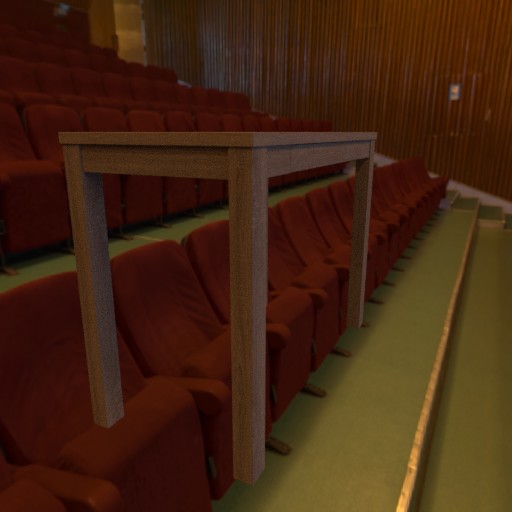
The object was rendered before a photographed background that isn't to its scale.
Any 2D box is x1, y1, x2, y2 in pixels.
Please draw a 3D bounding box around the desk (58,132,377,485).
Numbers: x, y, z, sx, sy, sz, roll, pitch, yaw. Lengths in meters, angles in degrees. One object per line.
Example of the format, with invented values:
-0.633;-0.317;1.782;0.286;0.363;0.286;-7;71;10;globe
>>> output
0.000;0.000;1.418;0.495;0.762;0.991;8;17;26;desk
